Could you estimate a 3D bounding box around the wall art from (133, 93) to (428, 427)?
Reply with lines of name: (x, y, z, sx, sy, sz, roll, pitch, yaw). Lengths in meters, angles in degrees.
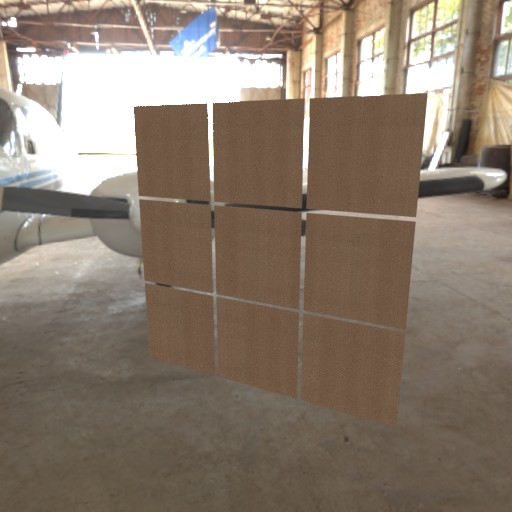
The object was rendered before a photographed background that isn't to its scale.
wall art: (0.000, 0.000, 2.267, 1.517, 1.505, 0.002, 8, 17, 27)
